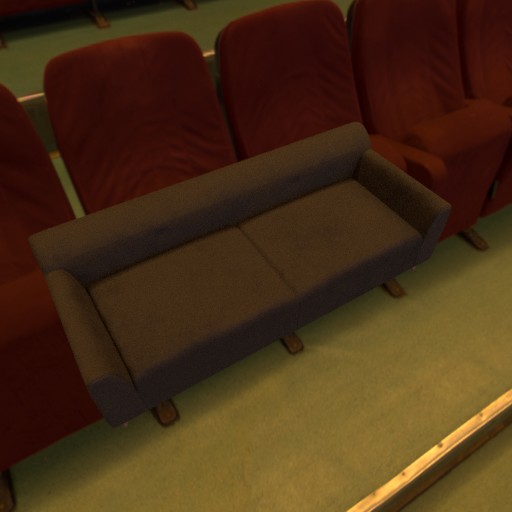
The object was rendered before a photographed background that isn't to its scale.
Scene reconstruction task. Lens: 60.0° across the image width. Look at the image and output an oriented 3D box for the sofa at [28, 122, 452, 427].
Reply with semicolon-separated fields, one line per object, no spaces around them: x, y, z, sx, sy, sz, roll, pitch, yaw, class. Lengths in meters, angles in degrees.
0.000;0.000;2.625;2.190;0.740;0.900;-24;51;-21;sofa
